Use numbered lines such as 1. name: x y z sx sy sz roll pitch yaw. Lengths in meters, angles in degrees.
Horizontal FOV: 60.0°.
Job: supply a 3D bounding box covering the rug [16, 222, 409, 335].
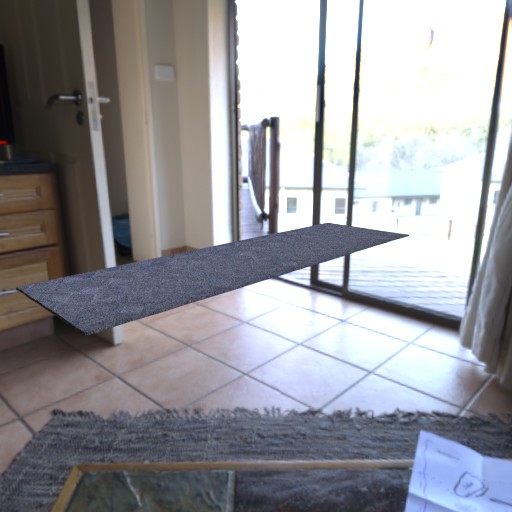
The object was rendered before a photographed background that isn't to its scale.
1. rug: 0.000 0.000 2.492 2.296 0.011 0.691 -14 20 -43
